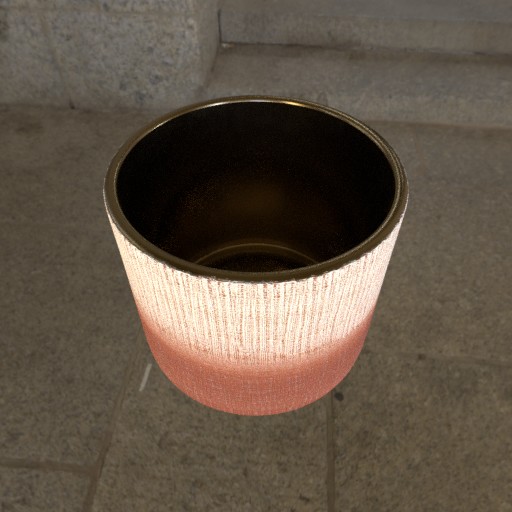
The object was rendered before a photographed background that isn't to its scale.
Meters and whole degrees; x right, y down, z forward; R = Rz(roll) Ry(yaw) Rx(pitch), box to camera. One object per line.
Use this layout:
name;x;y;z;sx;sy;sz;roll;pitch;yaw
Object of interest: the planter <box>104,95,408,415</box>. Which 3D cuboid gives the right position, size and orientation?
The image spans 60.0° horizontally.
planter;0.000;0.000;0.451;0.254;0.221;0.254;0;48;0
